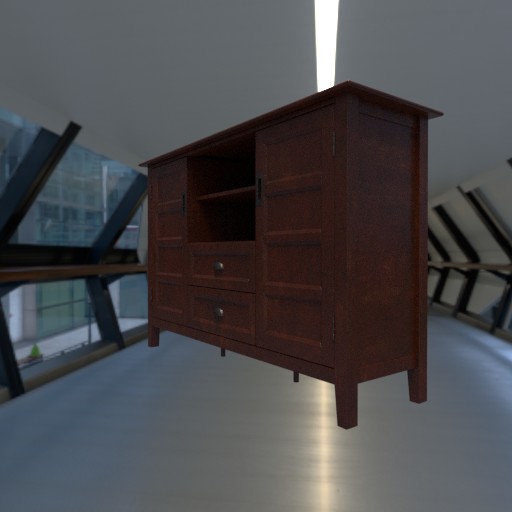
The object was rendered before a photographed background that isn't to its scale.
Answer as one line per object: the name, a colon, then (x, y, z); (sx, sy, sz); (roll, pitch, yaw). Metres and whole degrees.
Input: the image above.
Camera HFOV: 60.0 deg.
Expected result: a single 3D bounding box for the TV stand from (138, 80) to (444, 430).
TV stand: (0.000, 0.000, 1.810); (0.445, 0.915, 1.372); (0, 1, -37)
